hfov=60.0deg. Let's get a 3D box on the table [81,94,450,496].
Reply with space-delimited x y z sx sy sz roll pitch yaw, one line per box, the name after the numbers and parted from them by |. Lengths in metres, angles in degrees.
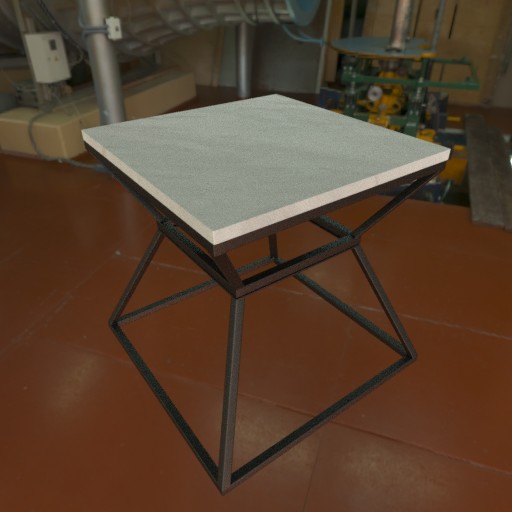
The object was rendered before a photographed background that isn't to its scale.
0.000 0.000 0.798 0.455 0.431 0.455 -22 39 -30 | table
